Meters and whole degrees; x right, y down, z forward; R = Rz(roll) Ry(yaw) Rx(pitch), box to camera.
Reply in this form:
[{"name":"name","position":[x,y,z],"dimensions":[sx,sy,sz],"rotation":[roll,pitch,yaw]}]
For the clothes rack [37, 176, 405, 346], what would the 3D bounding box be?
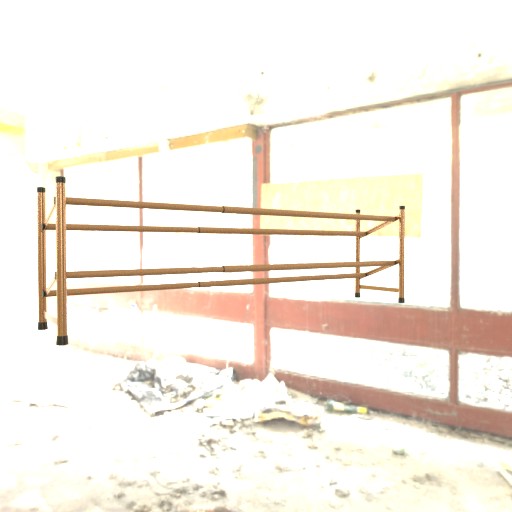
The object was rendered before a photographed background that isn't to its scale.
[{"name":"clothes rack","position":[0.000,0.000,1.337],"dimensions":[1.168,0.349,0.229],"rotation":[-1,2,-36]}]
